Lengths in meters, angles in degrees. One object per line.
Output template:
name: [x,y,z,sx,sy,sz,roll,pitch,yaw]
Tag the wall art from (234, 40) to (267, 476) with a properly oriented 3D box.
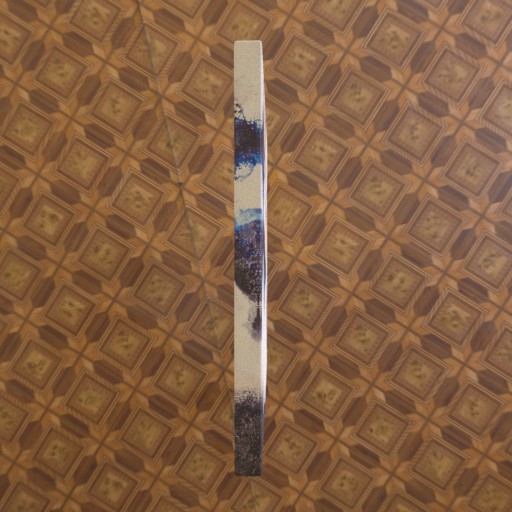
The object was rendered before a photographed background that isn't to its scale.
wall art: [0.000,0.000,0.920,0.039,0.609,0.609,0,91,2]
